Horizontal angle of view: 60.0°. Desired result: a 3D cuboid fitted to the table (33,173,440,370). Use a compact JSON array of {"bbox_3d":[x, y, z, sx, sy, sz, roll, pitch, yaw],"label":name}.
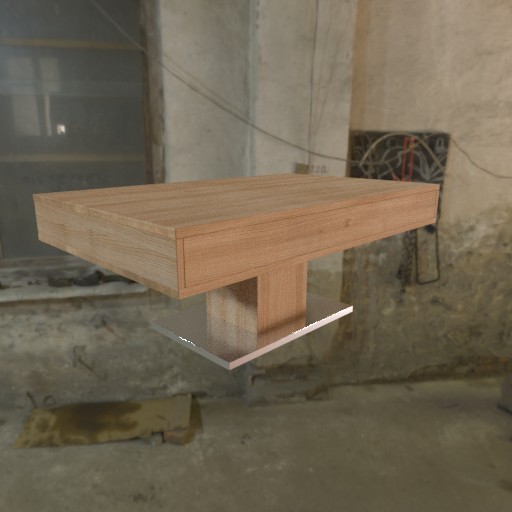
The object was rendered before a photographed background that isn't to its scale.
[{"bbox_3d":[0.000,0.000,1.456,1.100,0.440,0.700,-14,21,-43],"label":"table"}]
